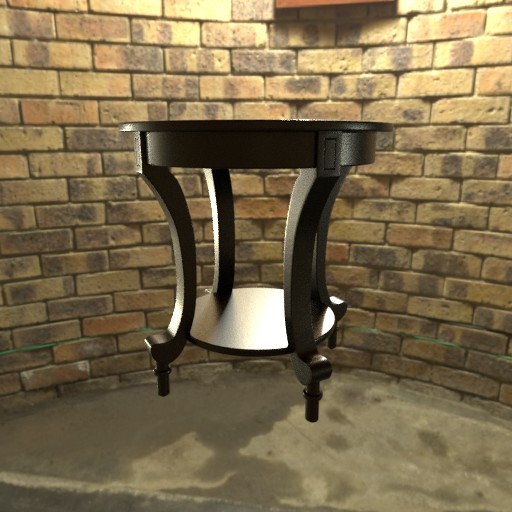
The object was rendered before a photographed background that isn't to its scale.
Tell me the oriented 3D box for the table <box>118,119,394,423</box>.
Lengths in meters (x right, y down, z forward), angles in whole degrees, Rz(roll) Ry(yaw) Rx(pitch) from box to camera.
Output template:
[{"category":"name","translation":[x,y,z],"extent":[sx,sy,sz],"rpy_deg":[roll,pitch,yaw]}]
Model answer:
[{"category":"table","translation":[0.000,0.000,1.083],"extent":[0.597,0.618,0.597],"rpy_deg":[0,15,0]}]
